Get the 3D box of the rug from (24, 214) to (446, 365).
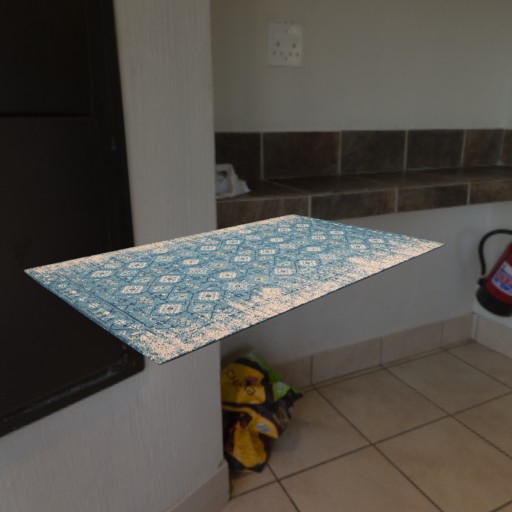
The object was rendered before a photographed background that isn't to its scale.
[{"bbox_3d":[0.000,0.000,2.161,1.795,0.008,1.102,-16,23,-42],"label":"rug"}]
